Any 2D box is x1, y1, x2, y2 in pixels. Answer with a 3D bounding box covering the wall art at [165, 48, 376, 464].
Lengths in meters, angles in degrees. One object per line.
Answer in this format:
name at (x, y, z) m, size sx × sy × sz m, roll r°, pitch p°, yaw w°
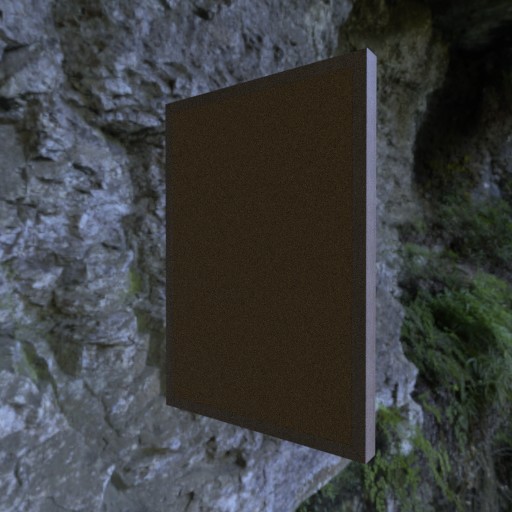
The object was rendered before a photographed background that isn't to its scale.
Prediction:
wall art at (0.000, 0.000, 0.657) m, size 0.356 × 0.509 × 0.031 m, roll 1°, pitch 1°, yaw 36°
